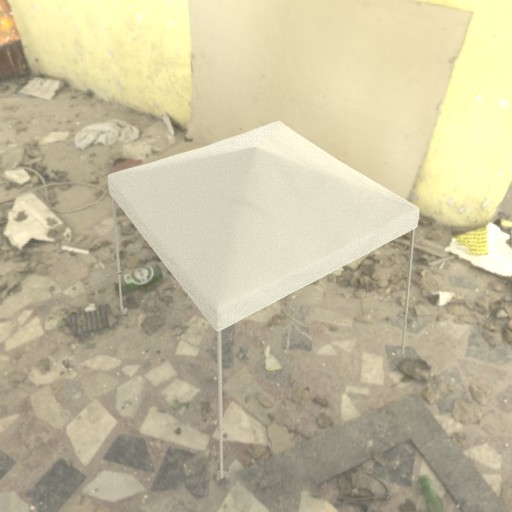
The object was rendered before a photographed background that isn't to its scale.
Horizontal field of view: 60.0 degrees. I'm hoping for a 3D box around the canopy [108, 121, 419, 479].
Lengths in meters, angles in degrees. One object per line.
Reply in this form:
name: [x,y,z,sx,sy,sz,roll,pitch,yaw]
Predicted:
canopy: [0.000,0.000,6.618,3.599,3.600,3.600,-25,48,-25]
